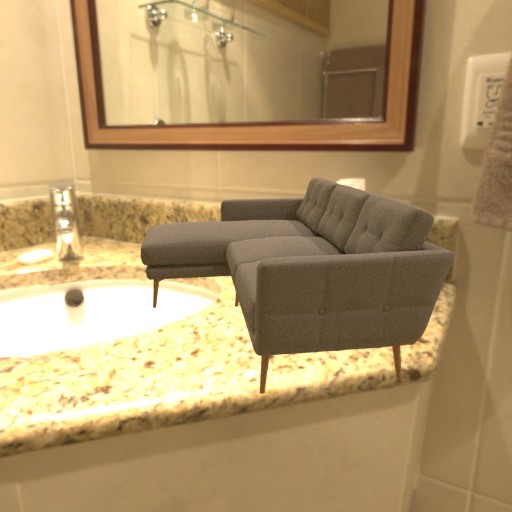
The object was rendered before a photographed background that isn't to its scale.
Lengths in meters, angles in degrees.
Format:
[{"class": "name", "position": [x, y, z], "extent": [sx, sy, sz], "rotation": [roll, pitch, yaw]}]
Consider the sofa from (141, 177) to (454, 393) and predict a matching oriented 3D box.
[{"class": "sofa", "position": [0.000, 0.000, 2.881], "extent": [1.530, 0.860, 2.040], "rotation": [-2, 15, -8]}]
